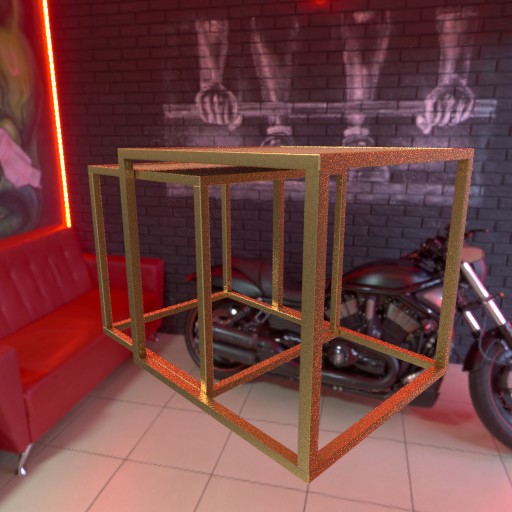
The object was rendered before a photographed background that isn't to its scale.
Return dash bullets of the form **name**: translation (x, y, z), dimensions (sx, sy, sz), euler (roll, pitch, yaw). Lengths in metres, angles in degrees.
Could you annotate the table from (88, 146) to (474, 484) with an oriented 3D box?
- **table**: translation (0.000, 0.000, 1.062), dimensions (0.505, 0.505, 0.762), euler (-14, 20, -42)
